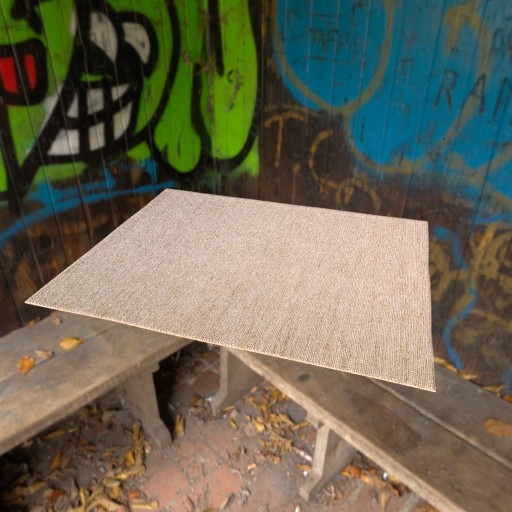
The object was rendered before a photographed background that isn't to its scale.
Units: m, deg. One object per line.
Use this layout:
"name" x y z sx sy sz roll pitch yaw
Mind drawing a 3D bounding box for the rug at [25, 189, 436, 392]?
"rug" 0.000 0.000 4.055 3.034 0.012 2.406 9 32 15
